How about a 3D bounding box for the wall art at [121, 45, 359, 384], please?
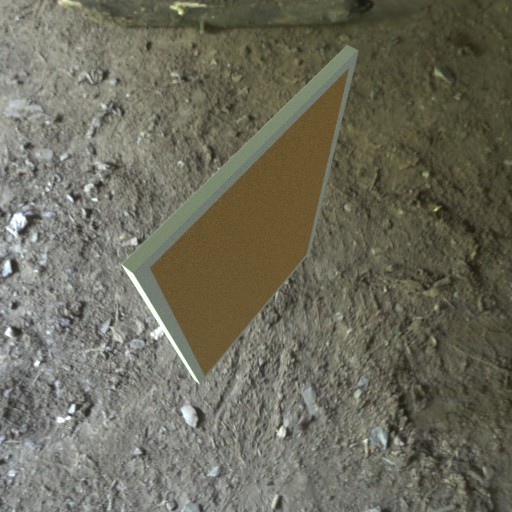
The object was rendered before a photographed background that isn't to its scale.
[{"bbox_3d":[0.000,0.000,0.572,0.013,0.433,0.303,35,69,16],"label":"wall art"}]
